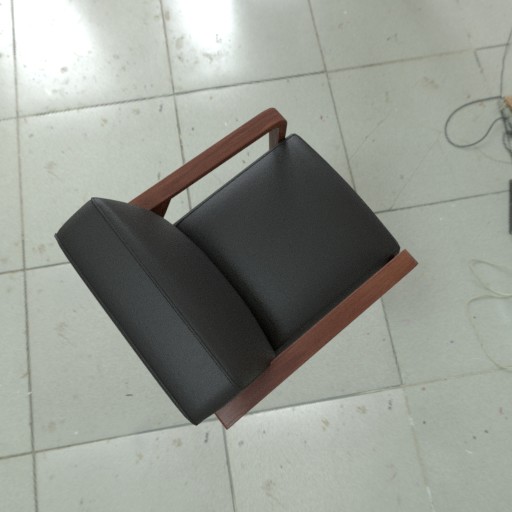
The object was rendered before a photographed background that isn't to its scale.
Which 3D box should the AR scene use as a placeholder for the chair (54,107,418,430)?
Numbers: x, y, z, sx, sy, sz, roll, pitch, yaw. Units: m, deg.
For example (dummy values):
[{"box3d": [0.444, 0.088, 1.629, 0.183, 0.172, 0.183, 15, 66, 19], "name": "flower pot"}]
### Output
[{"box3d": [0.000, 0.000, 1.486, 0.889, 0.861, 0.719, -38, 79, -9], "name": "chair"}]
